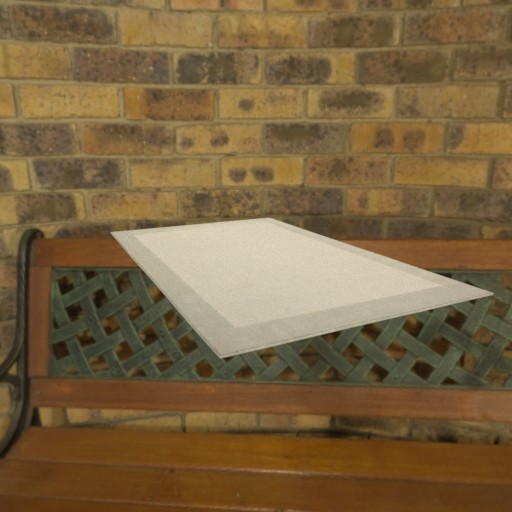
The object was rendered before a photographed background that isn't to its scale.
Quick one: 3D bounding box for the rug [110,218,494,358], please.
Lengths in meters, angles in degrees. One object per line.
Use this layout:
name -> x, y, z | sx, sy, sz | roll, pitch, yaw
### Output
rug -> 0.000, 0.000, 3.010 | 1.524, 0.014, 2.438 | -7, 17, -26
